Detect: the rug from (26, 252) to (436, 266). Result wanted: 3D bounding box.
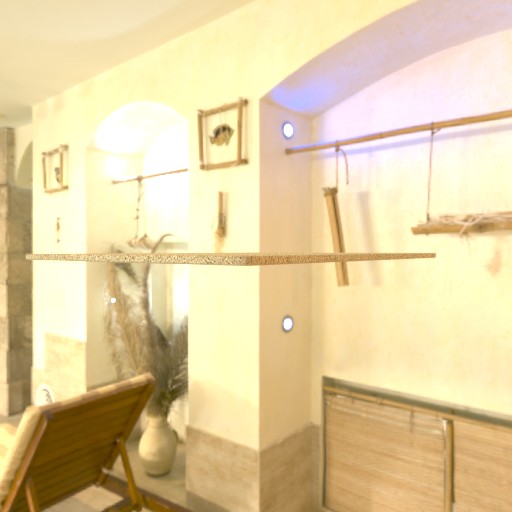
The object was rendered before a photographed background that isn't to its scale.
[{"bbox_3d":[0.000,0.000,2.101,1.199,0.025,1.600,1,1,38],"label":"rug"}]
